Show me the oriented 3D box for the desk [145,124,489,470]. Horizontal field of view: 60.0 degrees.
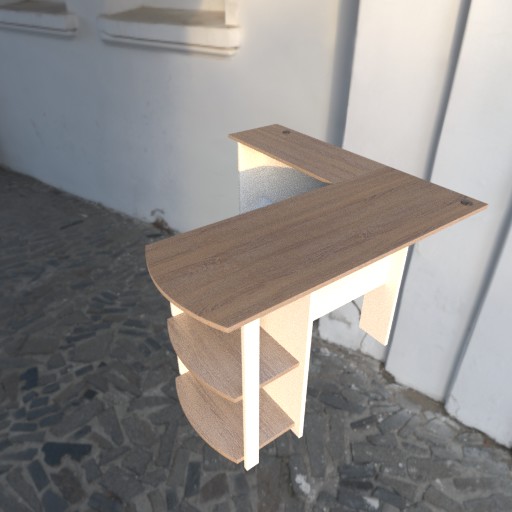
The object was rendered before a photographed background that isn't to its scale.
[{"bbox_3d":[0.000,0.000,2.098,1.303,0.716,1.361,-22,39,-30],"label":"desk"}]
